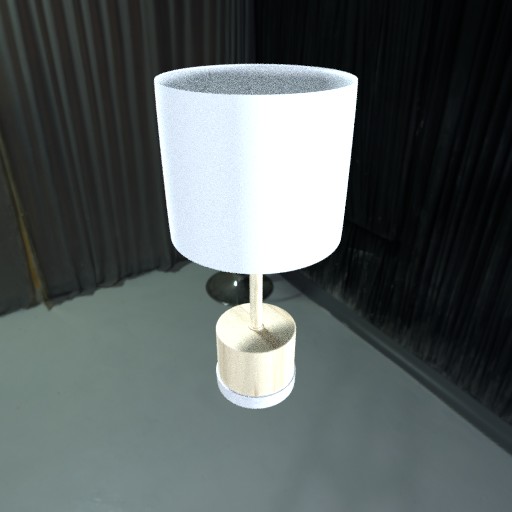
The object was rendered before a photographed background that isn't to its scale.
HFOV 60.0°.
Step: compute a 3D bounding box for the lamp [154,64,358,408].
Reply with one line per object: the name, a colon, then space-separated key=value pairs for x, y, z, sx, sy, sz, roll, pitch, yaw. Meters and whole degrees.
lamp: x=0.000 y=0.000 z=0.620 sx=0.229 sy=0.470 sz=0.229 roll=-20 pitch=35 yaw=-30
